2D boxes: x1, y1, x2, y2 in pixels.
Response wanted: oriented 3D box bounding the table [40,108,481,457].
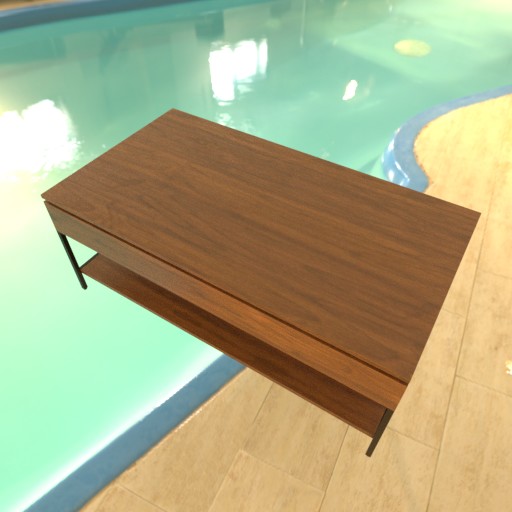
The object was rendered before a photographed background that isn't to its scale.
[{"bbox_3d":[0.000,0.000,1.356,1.057,0.414,0.574,25,51,21],"label":"table"}]
